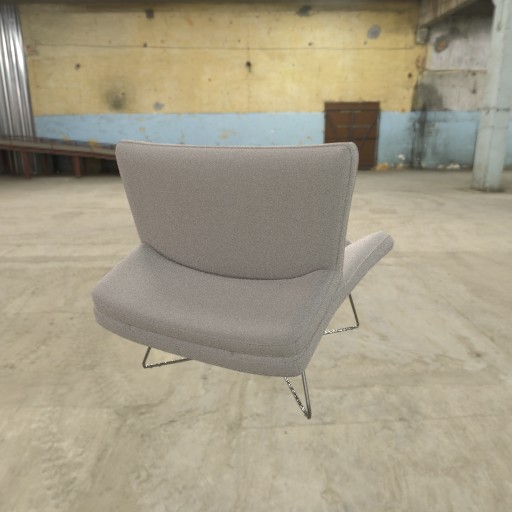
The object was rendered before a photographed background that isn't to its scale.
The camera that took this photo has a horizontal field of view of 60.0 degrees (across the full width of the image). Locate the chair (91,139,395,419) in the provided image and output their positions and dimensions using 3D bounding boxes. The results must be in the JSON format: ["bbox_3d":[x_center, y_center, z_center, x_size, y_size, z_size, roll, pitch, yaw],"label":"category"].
[{"bbox_3d":[0.000,0.000,1.682,0.859,0.855,1.008,8,18,27],"label":"chair"}]
